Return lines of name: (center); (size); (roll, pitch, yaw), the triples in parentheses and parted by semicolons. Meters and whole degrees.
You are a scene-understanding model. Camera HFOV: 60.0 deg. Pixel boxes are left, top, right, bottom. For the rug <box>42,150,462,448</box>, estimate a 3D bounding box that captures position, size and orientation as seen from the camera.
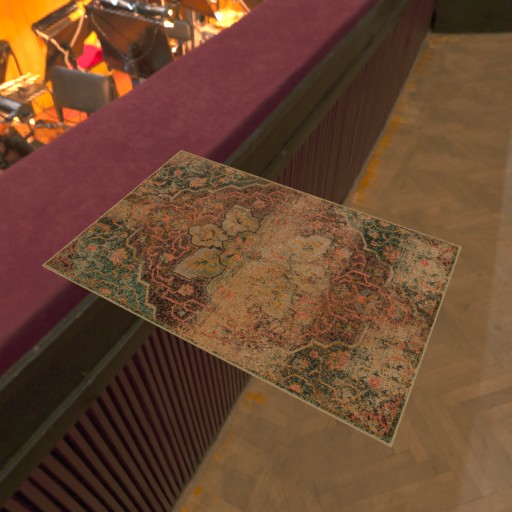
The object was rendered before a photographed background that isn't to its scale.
rug: (0.000, 0.000, 2.940); (2.363, 0.004, 1.566); (23, 51, 20)
